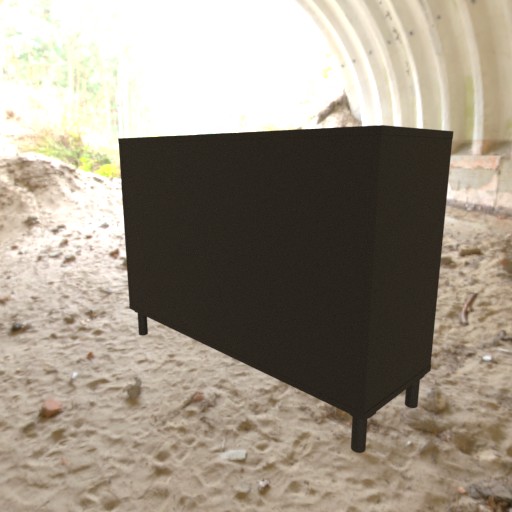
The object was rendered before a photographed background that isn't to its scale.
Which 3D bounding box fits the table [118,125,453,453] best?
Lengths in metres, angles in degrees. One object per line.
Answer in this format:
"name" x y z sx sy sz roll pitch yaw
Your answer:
"table" 0.000 0.000 1.629 0.400 0.855 1.200 -12 18 -43
